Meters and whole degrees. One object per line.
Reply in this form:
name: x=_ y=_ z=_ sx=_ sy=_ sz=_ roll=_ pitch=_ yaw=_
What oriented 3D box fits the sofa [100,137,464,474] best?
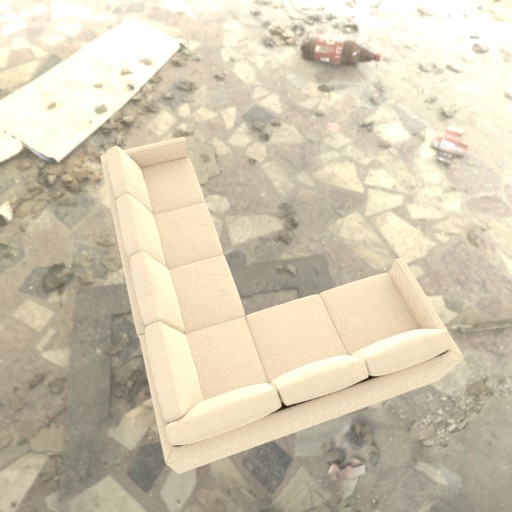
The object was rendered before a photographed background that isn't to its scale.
sofa: x=0.000 y=0.000 z=4.306 sx=2.432 sy=0.863 sz=3.182 roll=-16 pitch=59 yaw=-10
